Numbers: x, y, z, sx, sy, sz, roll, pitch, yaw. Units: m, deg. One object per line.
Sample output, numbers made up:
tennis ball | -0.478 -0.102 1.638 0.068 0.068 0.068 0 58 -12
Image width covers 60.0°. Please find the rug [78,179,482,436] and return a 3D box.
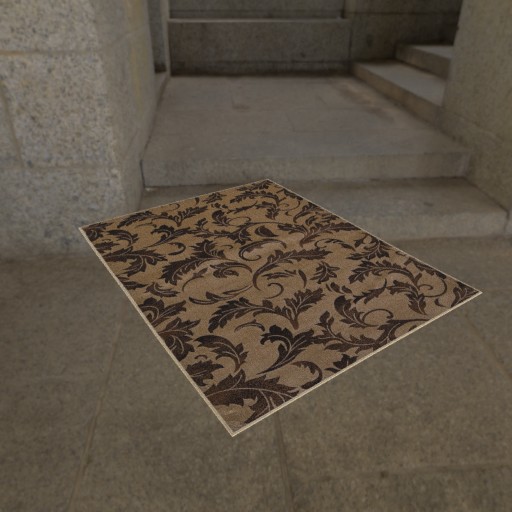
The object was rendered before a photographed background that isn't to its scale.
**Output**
rug | 0.000 0.000 4.034 2.380 0.008 2.977 -20 36 -29
